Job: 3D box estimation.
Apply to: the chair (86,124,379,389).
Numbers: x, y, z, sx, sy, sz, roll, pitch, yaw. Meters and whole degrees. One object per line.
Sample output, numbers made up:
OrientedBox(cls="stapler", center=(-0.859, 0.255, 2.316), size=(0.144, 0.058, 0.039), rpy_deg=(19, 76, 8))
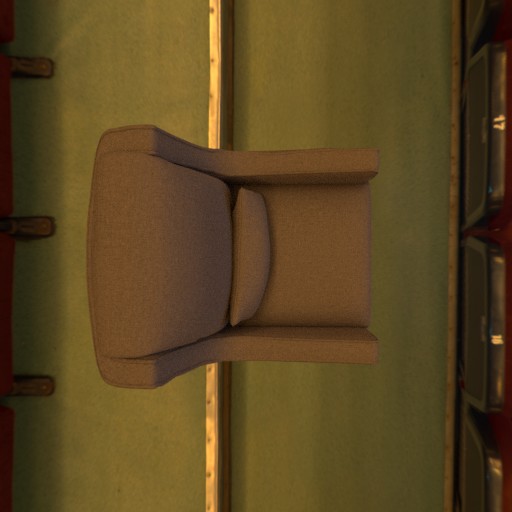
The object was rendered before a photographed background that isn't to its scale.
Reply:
OrientedBox(cls="chair", center=(0.000, 0.000, 1.604), size=(0.879, 0.993, 0.732), rpy_deg=(0, 90, 0))
